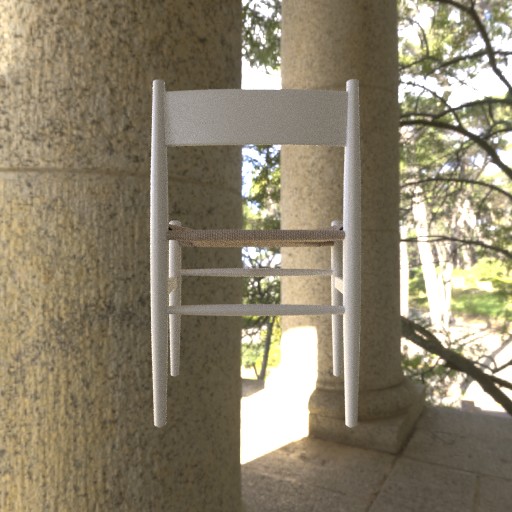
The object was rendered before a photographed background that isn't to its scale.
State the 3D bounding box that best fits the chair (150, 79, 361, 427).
[{"bbox_3d":[0.000,0.000,1.187,0.556,0.762,0.495,0,-1,0],"label":"chair"}]
